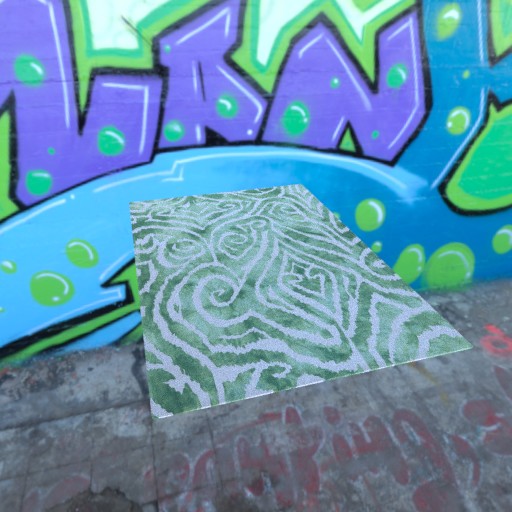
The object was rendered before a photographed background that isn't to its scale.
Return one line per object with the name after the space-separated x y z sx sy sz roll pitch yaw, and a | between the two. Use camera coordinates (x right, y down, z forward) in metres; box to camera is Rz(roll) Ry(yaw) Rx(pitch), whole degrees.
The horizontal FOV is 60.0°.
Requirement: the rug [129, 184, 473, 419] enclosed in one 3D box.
0.000 0.000 2.323 1.220 0.006 1.826 -8 31 -14 | rug
